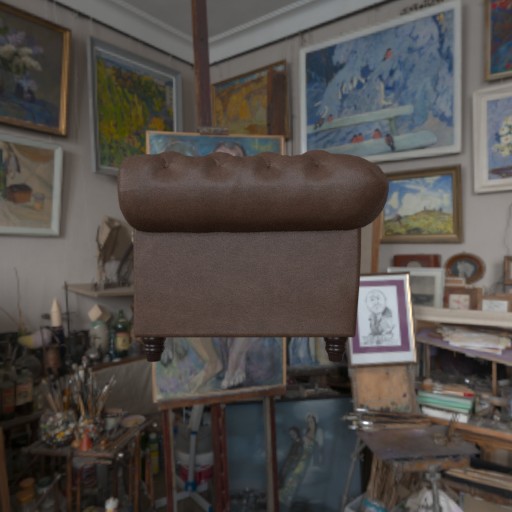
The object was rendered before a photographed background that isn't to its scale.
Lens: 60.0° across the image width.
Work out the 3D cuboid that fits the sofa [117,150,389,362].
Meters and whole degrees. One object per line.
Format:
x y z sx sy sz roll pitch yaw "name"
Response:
0.000 0.000 2.468 0.955 0.784 2.048 0 0 0 "sofa"
